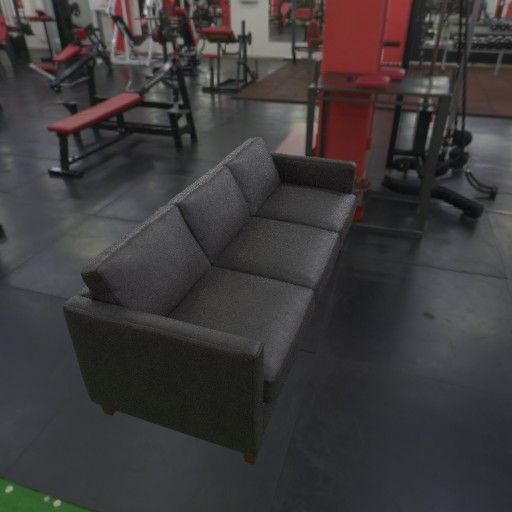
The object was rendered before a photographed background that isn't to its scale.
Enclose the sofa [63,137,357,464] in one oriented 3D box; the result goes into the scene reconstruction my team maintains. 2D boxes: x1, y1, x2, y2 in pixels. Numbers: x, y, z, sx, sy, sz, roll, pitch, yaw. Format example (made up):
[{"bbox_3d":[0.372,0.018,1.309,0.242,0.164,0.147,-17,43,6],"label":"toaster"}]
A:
[{"bbox_3d":[0.000,0.000,3.041,1.045,1.006,2.464,11,33,17],"label":"sofa"}]
